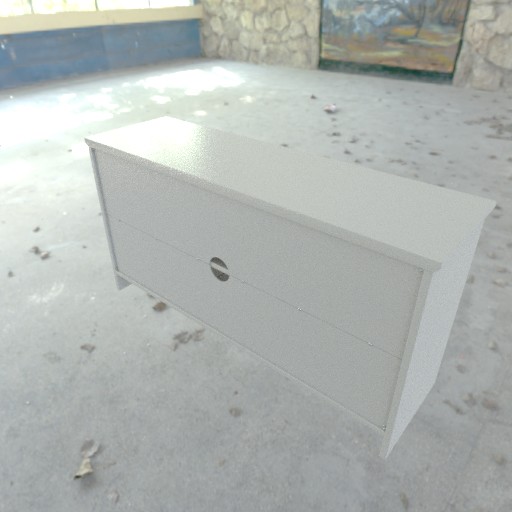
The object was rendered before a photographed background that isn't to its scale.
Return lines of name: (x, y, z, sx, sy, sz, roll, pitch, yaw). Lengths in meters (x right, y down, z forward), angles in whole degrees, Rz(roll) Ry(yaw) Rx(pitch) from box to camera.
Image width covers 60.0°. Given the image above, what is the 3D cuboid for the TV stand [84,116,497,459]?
TV stand: (0.000, 0.000, 1.391, 1.167, 0.603, 0.344, 24, 39, 33)
